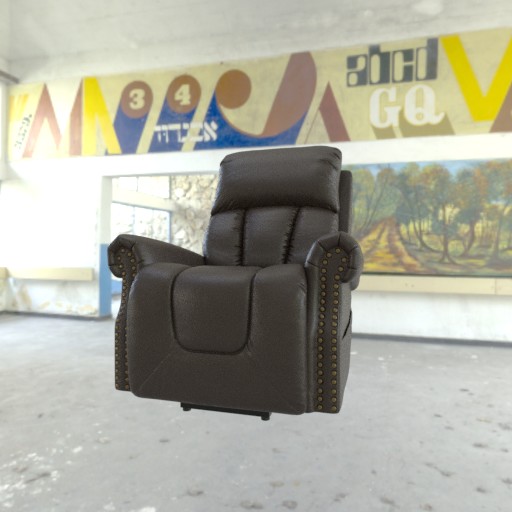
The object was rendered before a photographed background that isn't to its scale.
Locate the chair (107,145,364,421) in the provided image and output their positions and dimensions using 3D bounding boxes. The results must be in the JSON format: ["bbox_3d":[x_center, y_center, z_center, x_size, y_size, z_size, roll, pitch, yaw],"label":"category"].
[{"bbox_3d":[0.000,0.000,1.769,0.869,1.028,0.978,0,1,17],"label":"chair"}]
